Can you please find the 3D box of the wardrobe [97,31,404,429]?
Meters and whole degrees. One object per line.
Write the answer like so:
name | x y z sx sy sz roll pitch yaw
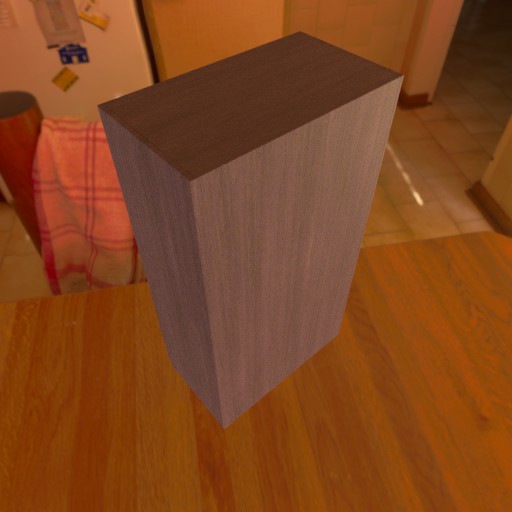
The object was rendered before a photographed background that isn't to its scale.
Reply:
wardrobe | 0.000 0.000 2.280 0.991 1.808 0.577 -33 55 -26
